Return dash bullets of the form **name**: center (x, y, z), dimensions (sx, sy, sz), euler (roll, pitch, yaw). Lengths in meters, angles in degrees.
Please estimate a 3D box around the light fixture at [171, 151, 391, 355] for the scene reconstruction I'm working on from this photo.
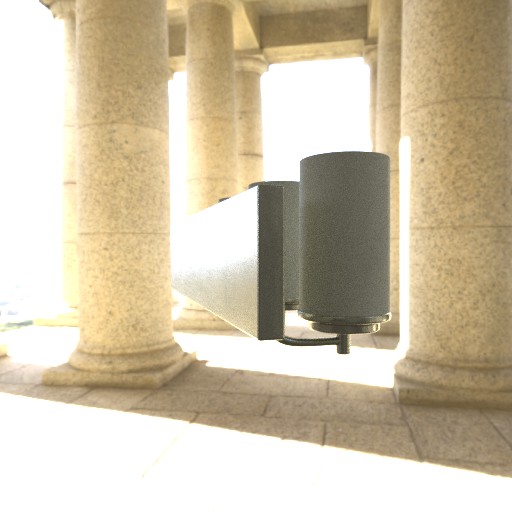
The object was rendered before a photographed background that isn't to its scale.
- **light fixture**: center (0.000, 0.000, 0.532), dimensions (0.145, 0.172, 0.451), euler (0, 1, -18)
